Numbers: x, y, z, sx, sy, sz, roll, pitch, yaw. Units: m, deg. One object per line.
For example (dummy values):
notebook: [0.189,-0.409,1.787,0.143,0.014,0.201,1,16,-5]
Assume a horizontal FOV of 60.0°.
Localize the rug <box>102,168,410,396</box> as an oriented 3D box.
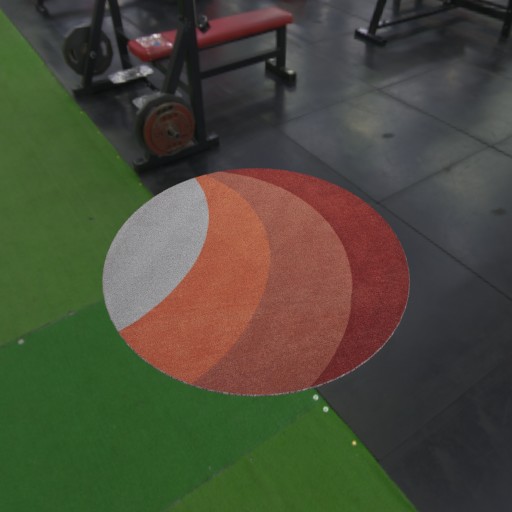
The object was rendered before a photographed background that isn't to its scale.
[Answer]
rug: [0.000,0.000,2.247,1.514,0.015,1.514,0,46,0]
